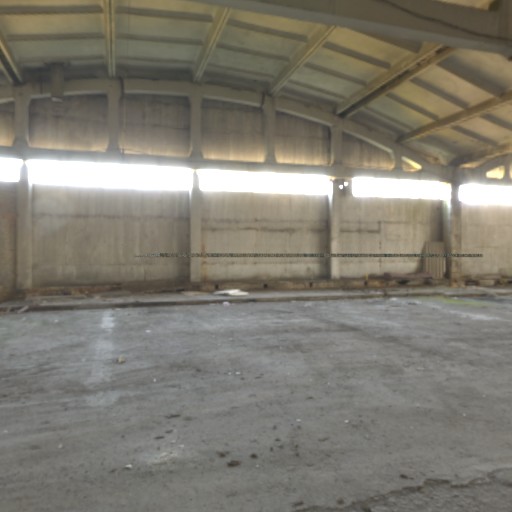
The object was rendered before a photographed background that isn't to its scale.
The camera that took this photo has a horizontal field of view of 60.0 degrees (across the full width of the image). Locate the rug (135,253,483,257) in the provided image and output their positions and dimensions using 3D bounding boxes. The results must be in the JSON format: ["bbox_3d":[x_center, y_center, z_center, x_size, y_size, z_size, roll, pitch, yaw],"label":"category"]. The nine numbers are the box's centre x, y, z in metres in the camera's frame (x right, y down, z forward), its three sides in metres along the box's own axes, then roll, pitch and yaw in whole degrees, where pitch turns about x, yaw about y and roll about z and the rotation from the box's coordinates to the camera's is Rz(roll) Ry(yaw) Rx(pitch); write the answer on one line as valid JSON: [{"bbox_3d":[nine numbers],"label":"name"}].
[{"bbox_3d":[0.000,0.000,3.052,1.524,0.015,2.439,0,0,-17],"label":"rug"}]
